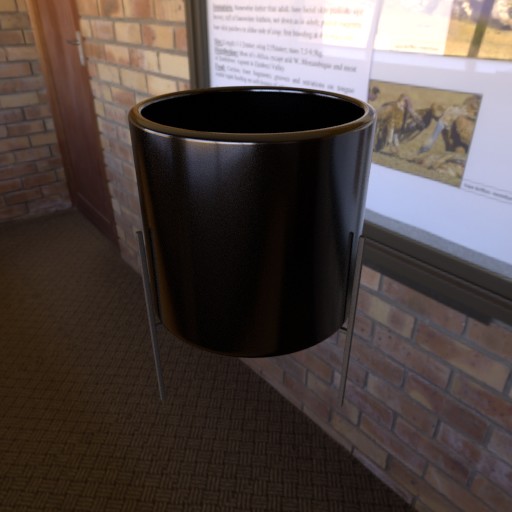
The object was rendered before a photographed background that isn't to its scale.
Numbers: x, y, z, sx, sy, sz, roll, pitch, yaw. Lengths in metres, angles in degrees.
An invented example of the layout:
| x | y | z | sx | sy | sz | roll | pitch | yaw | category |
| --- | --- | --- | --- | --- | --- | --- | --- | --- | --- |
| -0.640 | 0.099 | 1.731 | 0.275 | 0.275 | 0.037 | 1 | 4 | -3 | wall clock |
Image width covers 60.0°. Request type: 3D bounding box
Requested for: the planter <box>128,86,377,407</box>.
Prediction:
| x | y | z | sx | sy | sz | roll | pitch | yaw | category |
| --- | --- | --- | --- | --- | --- | --- | --- | --- | --- |
| 0.000 | 0.000 | 0.655 | 0.310 | 0.432 | 0.310 | 9 | 31 | 15 | planter |
